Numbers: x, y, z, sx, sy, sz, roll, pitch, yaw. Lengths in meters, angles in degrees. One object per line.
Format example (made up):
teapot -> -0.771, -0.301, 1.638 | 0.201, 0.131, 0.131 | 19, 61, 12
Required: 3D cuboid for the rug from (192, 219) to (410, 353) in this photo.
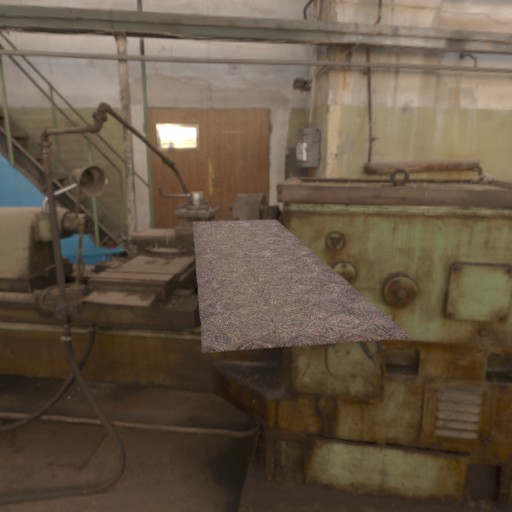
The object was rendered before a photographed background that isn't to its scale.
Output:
rug -> 0.000, 0.000, 2.517 | 0.691, 0.011, 2.296 | -2, 15, -8
